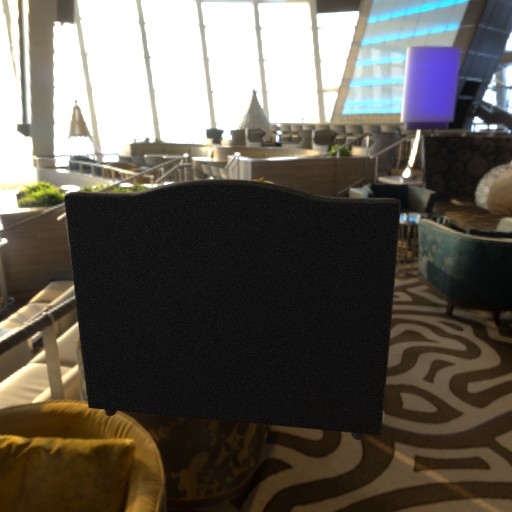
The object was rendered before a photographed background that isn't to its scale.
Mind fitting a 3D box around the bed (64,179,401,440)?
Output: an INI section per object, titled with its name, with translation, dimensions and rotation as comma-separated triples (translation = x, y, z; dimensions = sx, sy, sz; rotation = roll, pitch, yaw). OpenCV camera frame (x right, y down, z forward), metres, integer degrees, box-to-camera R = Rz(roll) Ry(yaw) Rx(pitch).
[bed]
translation = 0.000, 0.000, 3.433
dimensions = 1.821, 1.436, 2.282
rotation = 2, 17, 8
